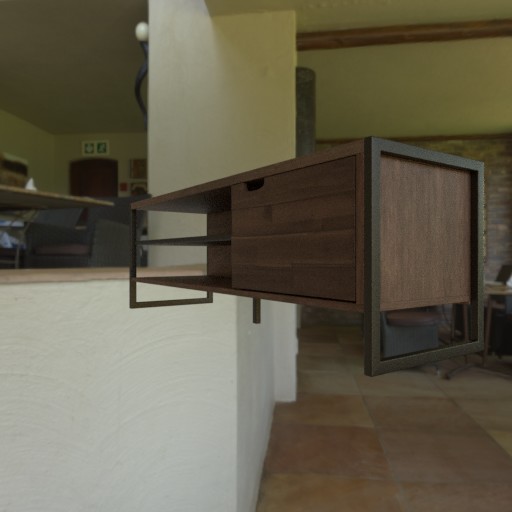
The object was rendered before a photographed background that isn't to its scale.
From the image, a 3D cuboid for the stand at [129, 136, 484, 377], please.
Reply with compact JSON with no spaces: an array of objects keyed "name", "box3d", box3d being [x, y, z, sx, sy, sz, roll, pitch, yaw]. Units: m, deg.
[{"name":"stand","box3d":[0.000,0.000,1.661,0.454,0.506,1.480,0,0,-35]}]
